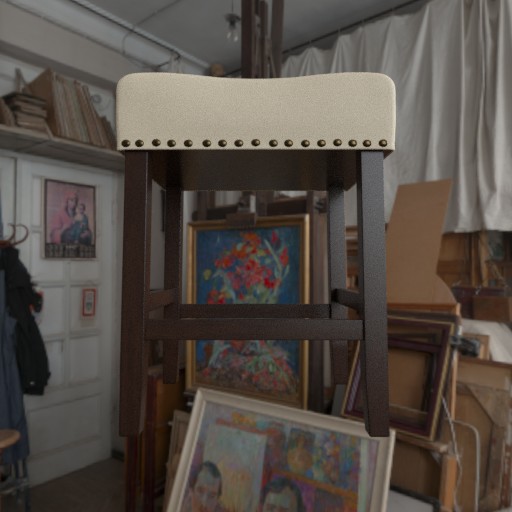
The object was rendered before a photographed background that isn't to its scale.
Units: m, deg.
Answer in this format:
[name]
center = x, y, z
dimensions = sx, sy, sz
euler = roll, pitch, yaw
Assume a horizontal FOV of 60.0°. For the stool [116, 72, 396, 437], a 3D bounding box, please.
[stool]
center = 0.000, 0.000, 0.922
dimensions = 0.471, 0.609, 0.401
euler = 0, -2, 0
